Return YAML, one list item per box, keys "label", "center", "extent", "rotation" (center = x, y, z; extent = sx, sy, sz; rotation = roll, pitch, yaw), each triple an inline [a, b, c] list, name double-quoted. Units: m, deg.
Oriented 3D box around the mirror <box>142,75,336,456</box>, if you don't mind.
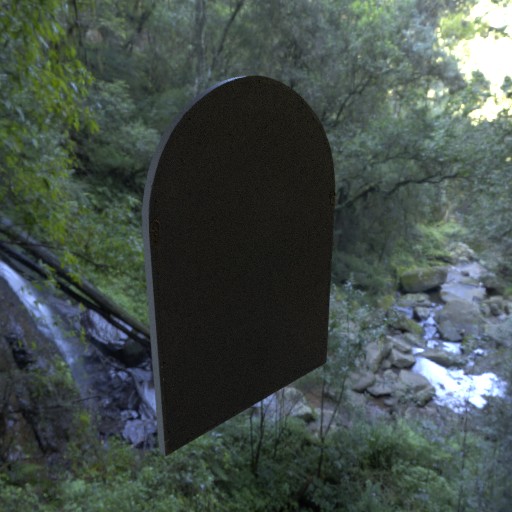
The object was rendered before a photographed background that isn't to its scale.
- label: "mirror"
  center: [0.000, 0.000, 1.217]
  extent: [0.660, 0.920, 0.032]
  rotation: [-16, 23, -41]
